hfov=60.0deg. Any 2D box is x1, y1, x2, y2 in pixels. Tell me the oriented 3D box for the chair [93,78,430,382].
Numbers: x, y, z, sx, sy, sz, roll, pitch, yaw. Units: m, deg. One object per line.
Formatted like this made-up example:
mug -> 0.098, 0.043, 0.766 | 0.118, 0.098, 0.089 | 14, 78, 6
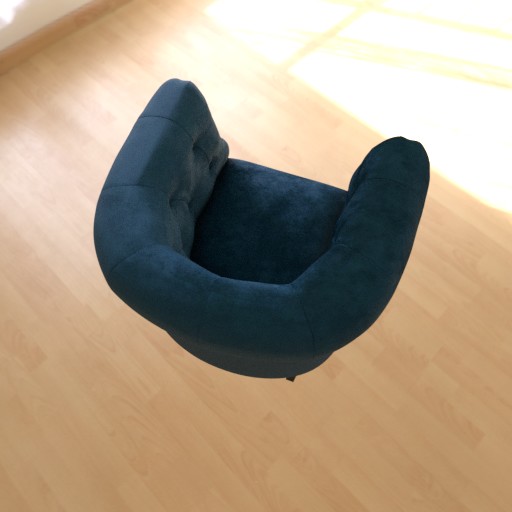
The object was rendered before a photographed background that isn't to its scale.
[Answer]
chair -> 0.000, 0.000, 1.549 | 0.904, 0.826, 0.851 | 18, 64, 9
